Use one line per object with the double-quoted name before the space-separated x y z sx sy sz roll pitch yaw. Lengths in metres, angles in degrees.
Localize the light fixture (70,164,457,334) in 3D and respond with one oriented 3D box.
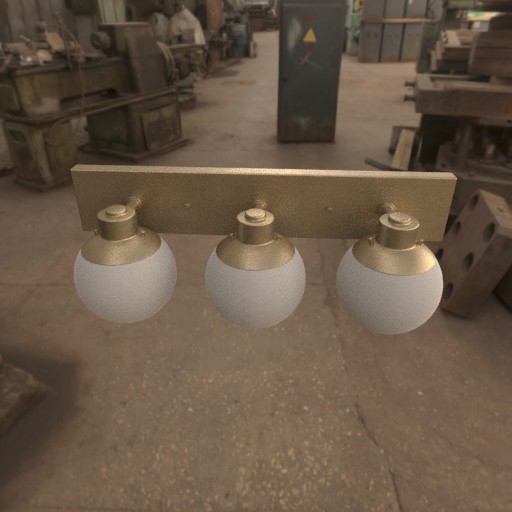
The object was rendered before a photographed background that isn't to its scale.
"light fixture" 0.000 0.000 0.821 0.721 0.263 0.218 2 30 3
